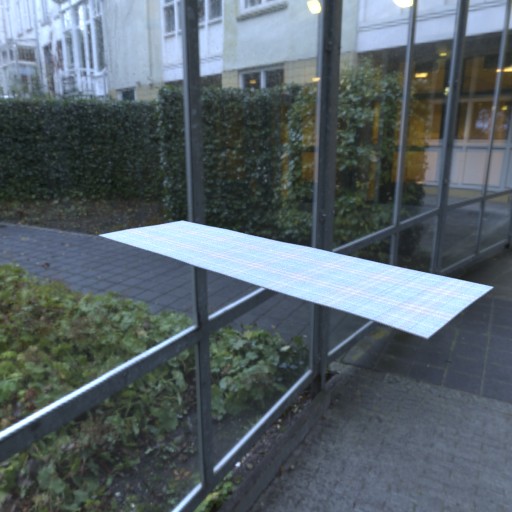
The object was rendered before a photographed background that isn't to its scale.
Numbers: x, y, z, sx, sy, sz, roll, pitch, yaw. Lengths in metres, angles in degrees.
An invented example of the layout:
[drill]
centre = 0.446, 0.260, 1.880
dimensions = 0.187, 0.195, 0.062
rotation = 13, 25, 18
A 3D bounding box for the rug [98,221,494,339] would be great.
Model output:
[rug]
centre = 0.000, 0.000, 2.679
dimensions = 2.439, 0.013, 0.762
rotation = 14, 21, 42
